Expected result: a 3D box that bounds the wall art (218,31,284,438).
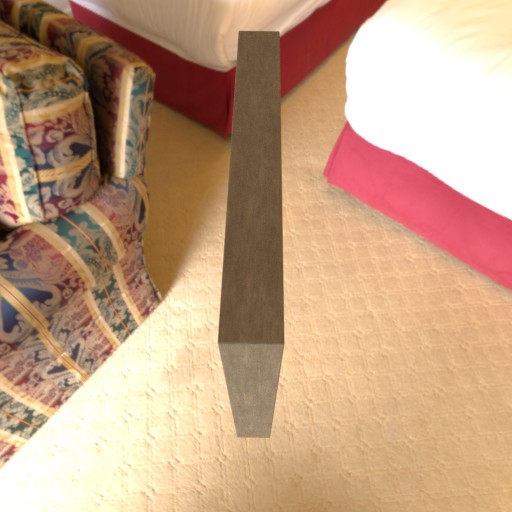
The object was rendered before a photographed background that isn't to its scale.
[{"bbox_3d":[0.000,0.000,0.458,0.038,0.302,0.303,1,58,1],"label":"wall art"}]
